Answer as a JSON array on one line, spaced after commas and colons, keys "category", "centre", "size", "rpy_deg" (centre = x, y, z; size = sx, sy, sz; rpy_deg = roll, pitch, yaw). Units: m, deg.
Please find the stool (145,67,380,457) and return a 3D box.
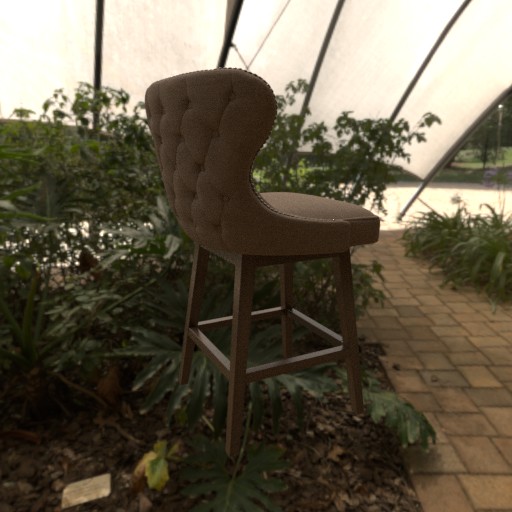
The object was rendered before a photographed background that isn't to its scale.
[{"category": "stool", "centre": [0.000, 0.000, 1.350], "size": [0.597, 0.972, 0.615], "rpy_deg": [-7, 15, -26]}]
